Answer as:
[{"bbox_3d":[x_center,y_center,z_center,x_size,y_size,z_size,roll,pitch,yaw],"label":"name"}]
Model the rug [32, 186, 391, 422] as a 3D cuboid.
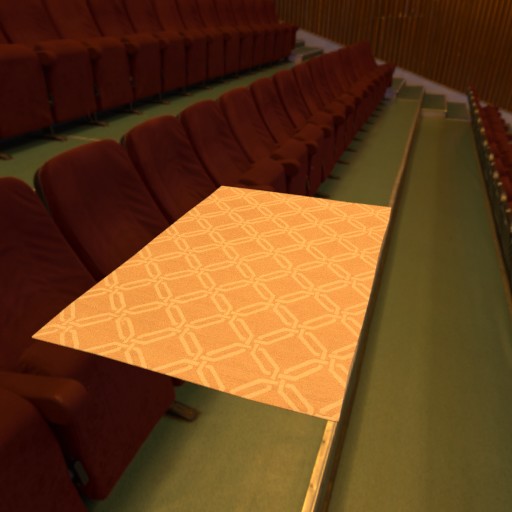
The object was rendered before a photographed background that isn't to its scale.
[{"bbox_3d":[0.000,0.000,2.174,1.146,0.010,1.745,10,30,17],"label":"rug"}]
